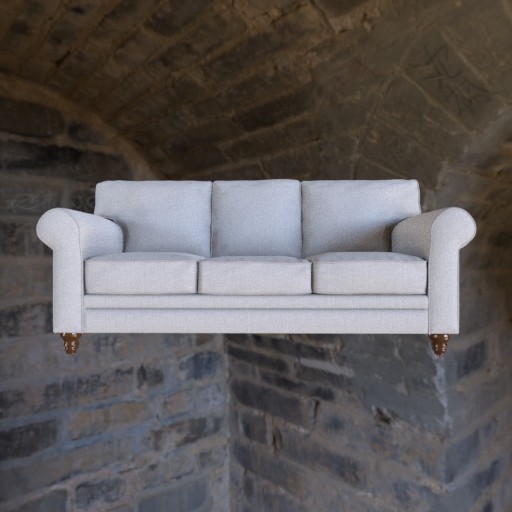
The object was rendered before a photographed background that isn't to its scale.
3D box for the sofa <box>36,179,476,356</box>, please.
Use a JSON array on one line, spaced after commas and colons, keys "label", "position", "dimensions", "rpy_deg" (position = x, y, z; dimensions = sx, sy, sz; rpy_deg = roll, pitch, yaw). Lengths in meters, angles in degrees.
[{"label": "sofa", "position": [0.000, 0.000, 2.502], "dimensions": [2.084, 0.961, 0.916], "rpy_deg": [0, 0, 1]}]
